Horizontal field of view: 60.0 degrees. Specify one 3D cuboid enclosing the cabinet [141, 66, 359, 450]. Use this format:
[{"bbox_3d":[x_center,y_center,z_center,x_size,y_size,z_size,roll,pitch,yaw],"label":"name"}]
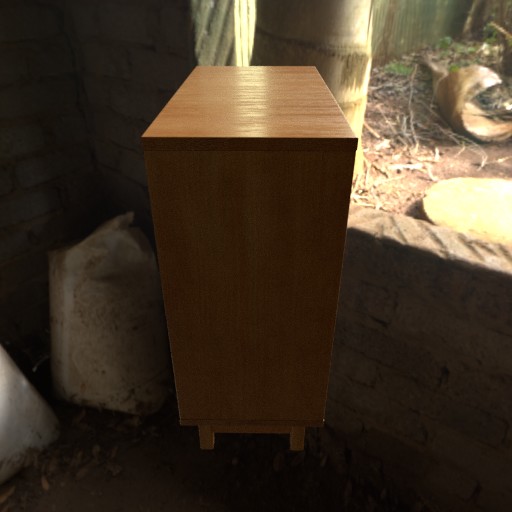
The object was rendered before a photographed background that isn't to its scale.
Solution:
[{"bbox_3d":[0.000,0.000,1.408,0.419,1.001,0.800,0,32,1],"label":"cabinet"}]
